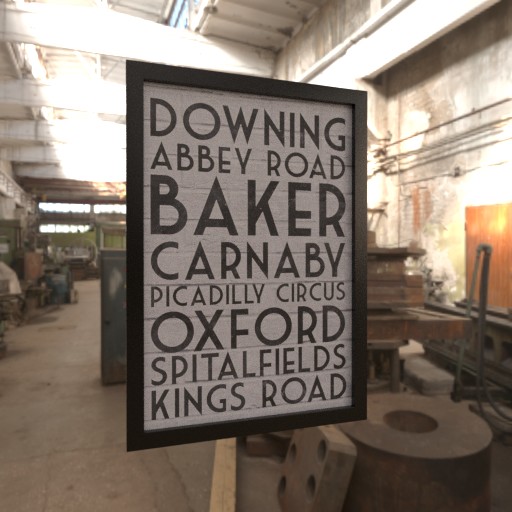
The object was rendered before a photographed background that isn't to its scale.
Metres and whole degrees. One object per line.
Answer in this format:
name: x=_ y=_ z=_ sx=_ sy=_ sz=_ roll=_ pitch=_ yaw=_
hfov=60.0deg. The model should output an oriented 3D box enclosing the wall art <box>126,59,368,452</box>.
wall art: x=0.000 y=0.000 z=0.821 sx=0.462 sy=0.656 sz=0.019 roll=0 pitch=0 yaw=-18
